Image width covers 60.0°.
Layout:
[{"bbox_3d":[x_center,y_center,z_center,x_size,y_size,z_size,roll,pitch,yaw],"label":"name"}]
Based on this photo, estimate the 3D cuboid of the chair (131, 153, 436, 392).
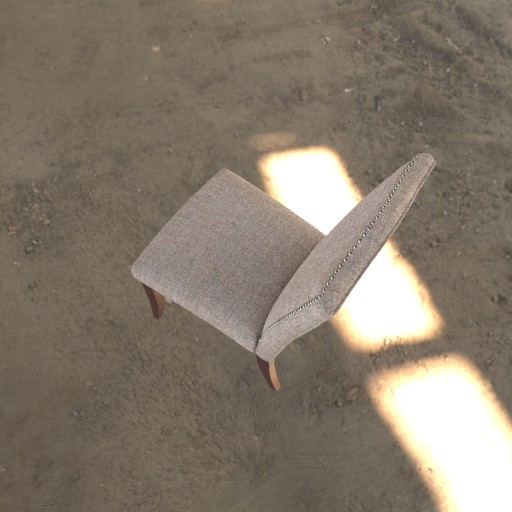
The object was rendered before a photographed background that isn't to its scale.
[{"bbox_3d":[0.000,0.000,1.365,0.660,1.016,0.513,32,67,15],"label":"chair"}]
